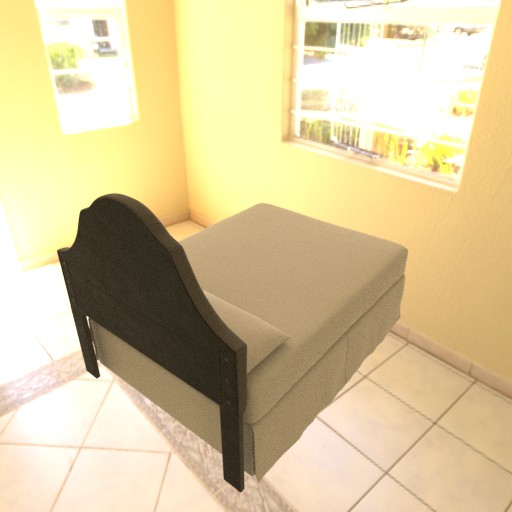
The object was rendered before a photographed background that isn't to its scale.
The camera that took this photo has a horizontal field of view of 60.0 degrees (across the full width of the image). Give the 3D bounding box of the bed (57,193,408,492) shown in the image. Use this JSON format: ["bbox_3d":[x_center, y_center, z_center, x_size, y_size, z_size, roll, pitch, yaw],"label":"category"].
[{"bbox_3d":[0.000,0.000,3.245,1.636,1.575,2.155,22,36,33],"label":"bed"}]
